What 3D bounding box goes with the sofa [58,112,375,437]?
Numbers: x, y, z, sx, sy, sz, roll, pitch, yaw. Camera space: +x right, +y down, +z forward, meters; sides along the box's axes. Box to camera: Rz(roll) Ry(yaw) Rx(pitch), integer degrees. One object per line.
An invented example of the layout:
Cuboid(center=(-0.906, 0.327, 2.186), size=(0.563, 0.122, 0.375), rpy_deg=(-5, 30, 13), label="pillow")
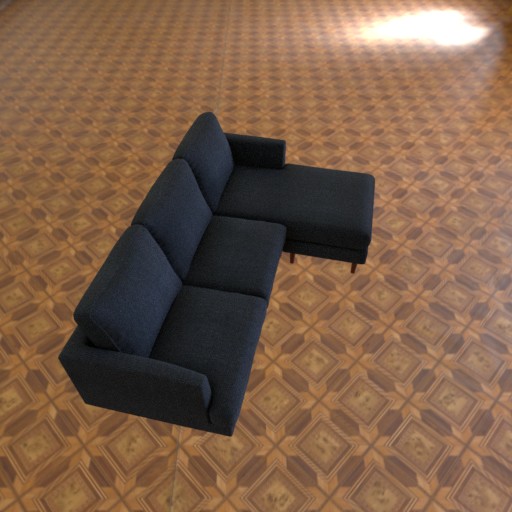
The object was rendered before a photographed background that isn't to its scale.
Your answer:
Cuboid(center=(0.000, 0.000, 2.957), size=(1.504, 0.956, 2.233), rpy_deg=(9, 47, 9), label="sofa")
